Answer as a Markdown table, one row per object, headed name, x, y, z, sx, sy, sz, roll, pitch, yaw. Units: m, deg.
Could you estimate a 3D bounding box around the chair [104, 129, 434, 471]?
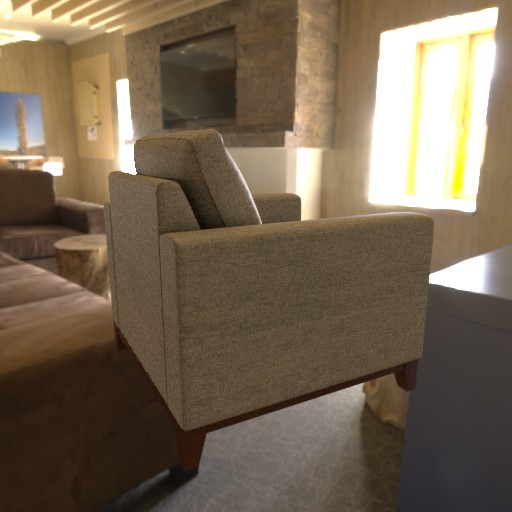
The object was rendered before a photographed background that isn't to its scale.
| name | x | y | z | sx | sy | sz | roll | pitch | yaw |
| --- | --- | --- | --- | --- | --- | --- | --- | --- | --- |
| chair | 0.000 | 0.000 | 1.879 | 1.038 | 1.010 | 1.024 | -7 | 15 | -28 |
